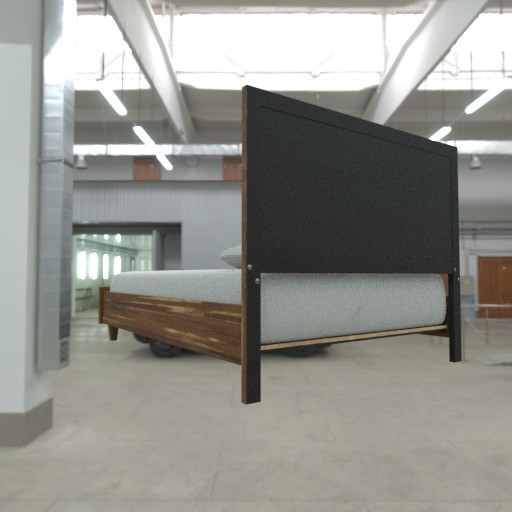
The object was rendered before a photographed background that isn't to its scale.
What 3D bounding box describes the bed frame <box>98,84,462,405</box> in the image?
[{"bbox_3d":[0.000,0.000,3.370,1.696,1.417,2.276,2,-3,-35],"label":"bed frame"}]
